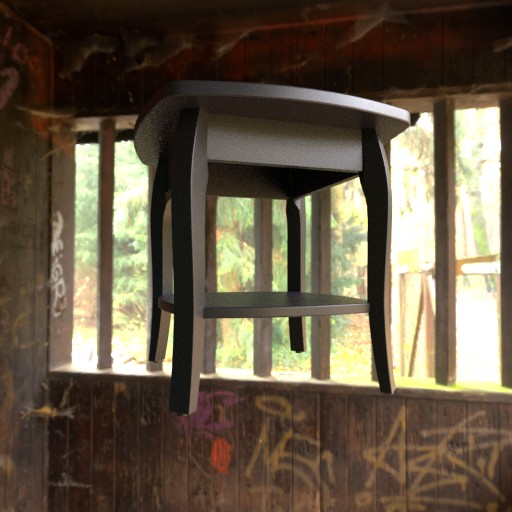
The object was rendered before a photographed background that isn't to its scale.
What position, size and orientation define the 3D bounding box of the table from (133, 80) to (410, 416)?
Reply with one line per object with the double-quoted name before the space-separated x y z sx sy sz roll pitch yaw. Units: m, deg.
"table" 0.000 0.000 0.853 0.457 0.457 0.508 0 -2 -18
